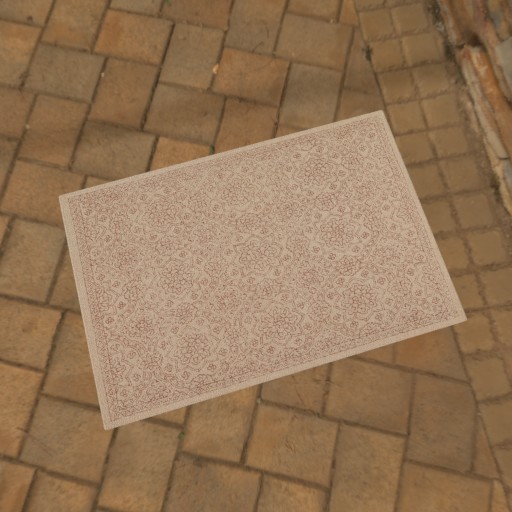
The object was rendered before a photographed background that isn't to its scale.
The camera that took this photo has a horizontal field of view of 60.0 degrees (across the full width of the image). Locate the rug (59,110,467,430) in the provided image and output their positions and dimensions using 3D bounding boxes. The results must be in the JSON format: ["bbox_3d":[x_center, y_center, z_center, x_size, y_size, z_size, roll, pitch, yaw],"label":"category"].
[{"bbox_3d":[0.000,0.000,2.275,1.829,0.010,1.219,-16,77,-4],"label":"rug"}]
